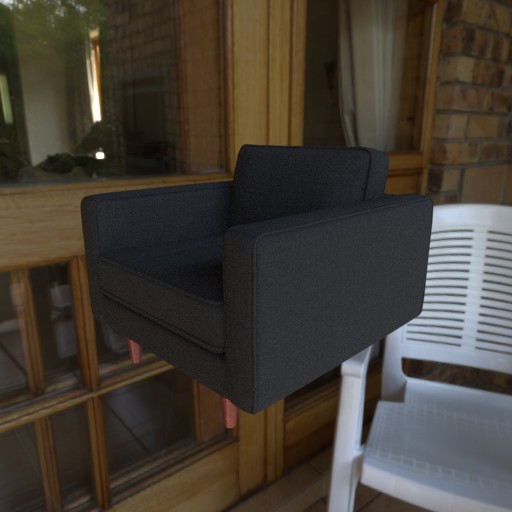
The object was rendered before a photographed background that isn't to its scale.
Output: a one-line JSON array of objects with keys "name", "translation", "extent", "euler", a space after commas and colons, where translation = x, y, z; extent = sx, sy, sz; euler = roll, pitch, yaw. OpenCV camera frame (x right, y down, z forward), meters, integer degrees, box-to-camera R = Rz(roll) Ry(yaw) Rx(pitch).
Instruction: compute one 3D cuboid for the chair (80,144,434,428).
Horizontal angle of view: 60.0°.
[{"name": "chair", "translation": [0.000, 0.000, 1.601], "extent": [0.919, 0.770, 0.899], "euler": [-15, 21, -43]}]
